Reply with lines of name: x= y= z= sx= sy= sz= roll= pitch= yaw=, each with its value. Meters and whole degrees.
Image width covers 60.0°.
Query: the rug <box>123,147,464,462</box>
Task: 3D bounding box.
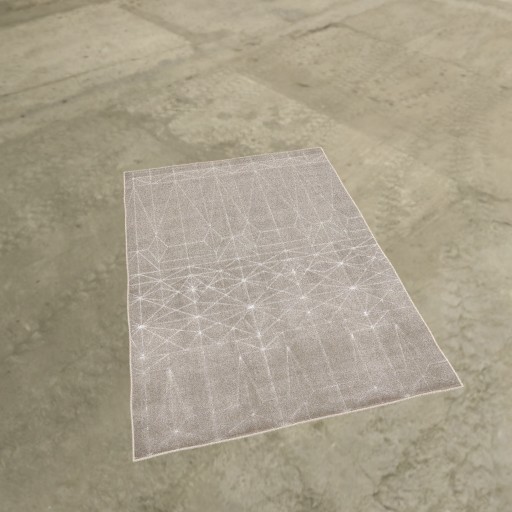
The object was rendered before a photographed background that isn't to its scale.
rug: x=0.000 y=0.000 z=4.264 sx=2.449 sy=0.019 sz=3.357 roll=-9 pitch=47 yaw=-9
